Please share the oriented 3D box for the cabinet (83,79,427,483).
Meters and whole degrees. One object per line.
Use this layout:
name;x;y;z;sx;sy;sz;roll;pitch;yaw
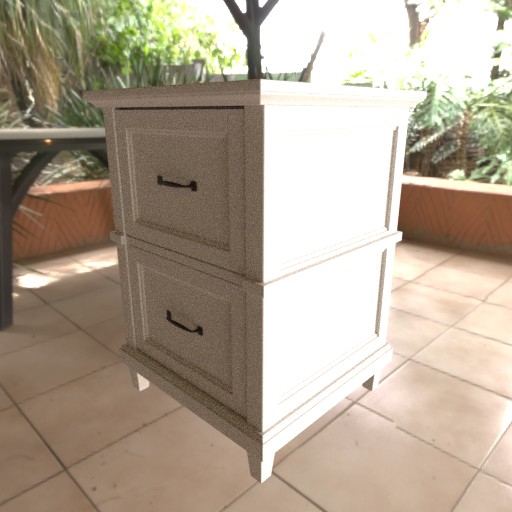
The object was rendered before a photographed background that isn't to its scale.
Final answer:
cabinet;0.000;0.000;1.110;0.544;0.775;0.547;17;24;41
